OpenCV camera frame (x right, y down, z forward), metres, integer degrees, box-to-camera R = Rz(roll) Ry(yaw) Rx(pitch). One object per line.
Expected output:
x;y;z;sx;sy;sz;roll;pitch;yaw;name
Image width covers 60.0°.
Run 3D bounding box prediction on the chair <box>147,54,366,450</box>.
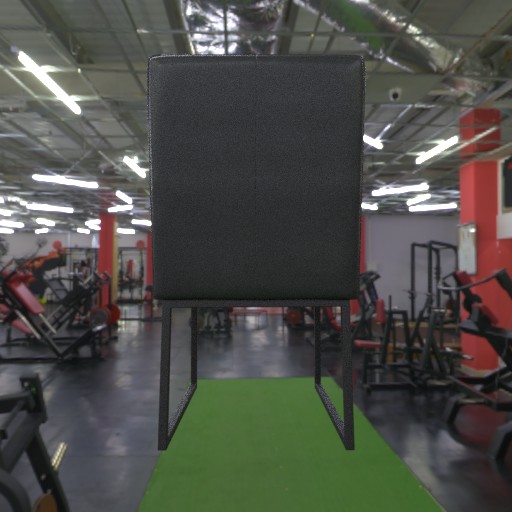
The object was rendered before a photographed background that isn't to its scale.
0.000;0.000;1.310;0.520;0.930;0.634;0;-2;0;chair
